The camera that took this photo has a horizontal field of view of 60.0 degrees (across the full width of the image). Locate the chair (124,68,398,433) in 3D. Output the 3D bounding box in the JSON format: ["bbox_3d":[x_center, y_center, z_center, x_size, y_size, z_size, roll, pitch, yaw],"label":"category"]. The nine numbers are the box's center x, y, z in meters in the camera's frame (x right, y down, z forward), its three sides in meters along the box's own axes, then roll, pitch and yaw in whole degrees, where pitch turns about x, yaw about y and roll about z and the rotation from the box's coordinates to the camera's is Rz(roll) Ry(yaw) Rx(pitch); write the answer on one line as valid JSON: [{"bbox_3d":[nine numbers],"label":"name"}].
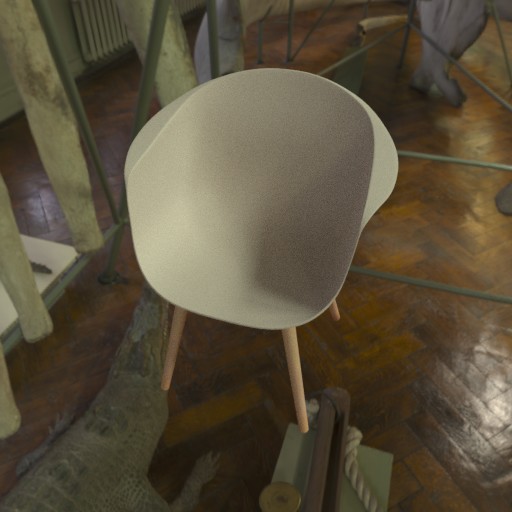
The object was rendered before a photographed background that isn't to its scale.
[{"bbox_3d":[0.000,0.000,1.149,0.593,0.781,0.504,12,43,14],"label":"chair"}]
